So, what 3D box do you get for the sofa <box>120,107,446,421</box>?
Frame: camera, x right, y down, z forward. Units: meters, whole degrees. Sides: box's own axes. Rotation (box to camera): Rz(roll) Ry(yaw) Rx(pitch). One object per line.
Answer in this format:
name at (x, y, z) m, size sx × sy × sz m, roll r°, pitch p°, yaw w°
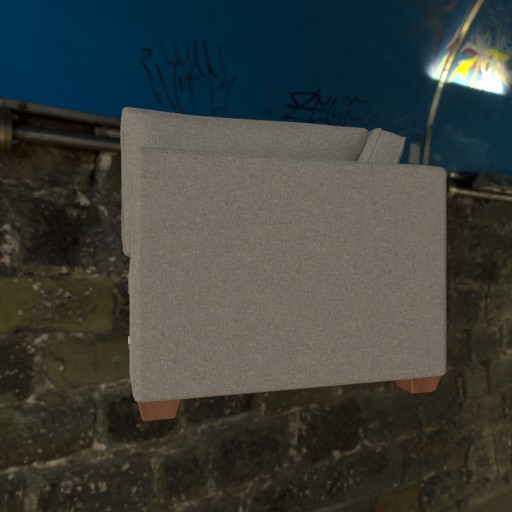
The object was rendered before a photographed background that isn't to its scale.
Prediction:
sofa at (0.000, 0.000, 1.965) m, size 1.146 × 1.002 × 1.084 m, roll 0°, pitch 0°, yaw -17°
